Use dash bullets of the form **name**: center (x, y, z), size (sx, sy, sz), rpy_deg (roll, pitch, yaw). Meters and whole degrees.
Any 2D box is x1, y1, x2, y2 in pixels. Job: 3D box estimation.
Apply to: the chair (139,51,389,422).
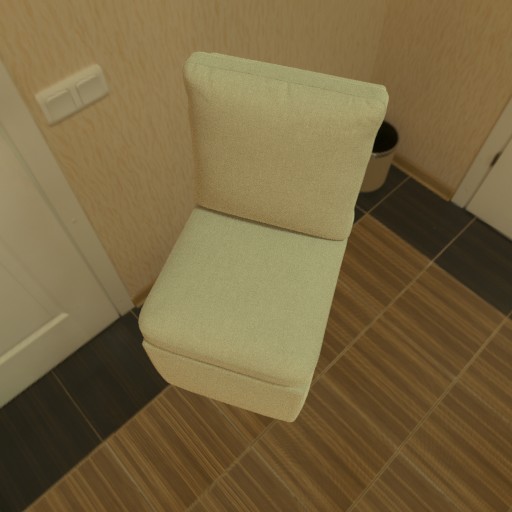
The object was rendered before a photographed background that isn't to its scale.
- **chair**: center (0.000, 0.000, 1.303), size (0.503, 0.927, 0.698), rpy_deg (15, 60, 9)
